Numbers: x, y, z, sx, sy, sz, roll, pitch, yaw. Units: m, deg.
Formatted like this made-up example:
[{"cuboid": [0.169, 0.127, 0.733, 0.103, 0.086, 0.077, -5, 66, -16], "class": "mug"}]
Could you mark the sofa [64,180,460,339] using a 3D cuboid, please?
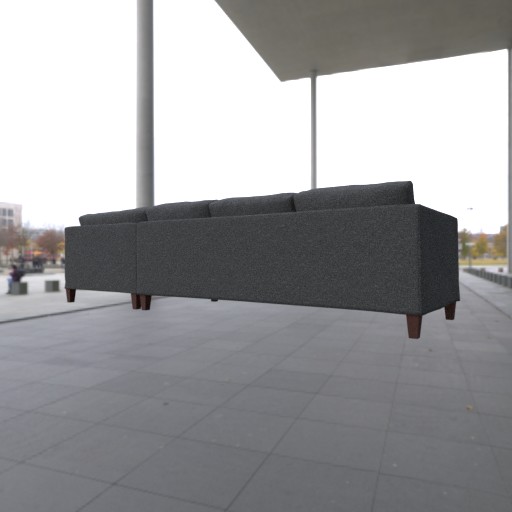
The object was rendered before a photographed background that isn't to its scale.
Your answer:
[{"cuboid": [0.000, 0.000, 3.783, 3.186, 0.846, 1.625, 0, 0, 35], "class": "sofa"}]
